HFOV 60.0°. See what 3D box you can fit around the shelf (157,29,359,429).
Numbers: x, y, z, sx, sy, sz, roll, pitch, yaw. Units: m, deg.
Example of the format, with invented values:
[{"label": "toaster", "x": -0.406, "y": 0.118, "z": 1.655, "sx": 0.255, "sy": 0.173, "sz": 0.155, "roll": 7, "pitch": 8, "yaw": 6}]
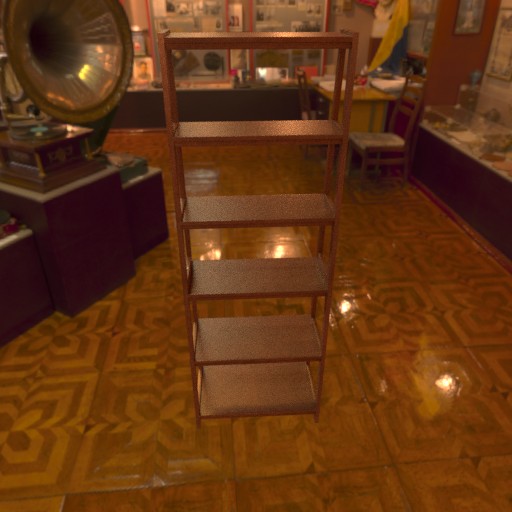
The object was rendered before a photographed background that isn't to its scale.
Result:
[{"label": "shelf", "x": 0.000, "y": 0.000, "z": 2.073, "sx": 0.660, "sy": 1.892, "sz": 0.382, "roll": -2, "pitch": 30, "yaw": -3}]
